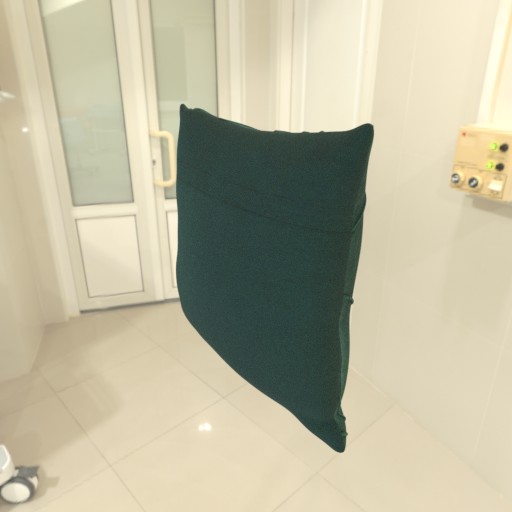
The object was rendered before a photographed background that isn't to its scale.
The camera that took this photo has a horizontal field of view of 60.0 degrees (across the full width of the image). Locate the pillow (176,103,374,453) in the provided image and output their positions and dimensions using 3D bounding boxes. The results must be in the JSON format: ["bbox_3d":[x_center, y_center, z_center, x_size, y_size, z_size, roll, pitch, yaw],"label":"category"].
[{"bbox_3d":[0.000,0.000,0.694,0.184,0.440,0.439,-16,28,-32],"label":"pillow"}]
